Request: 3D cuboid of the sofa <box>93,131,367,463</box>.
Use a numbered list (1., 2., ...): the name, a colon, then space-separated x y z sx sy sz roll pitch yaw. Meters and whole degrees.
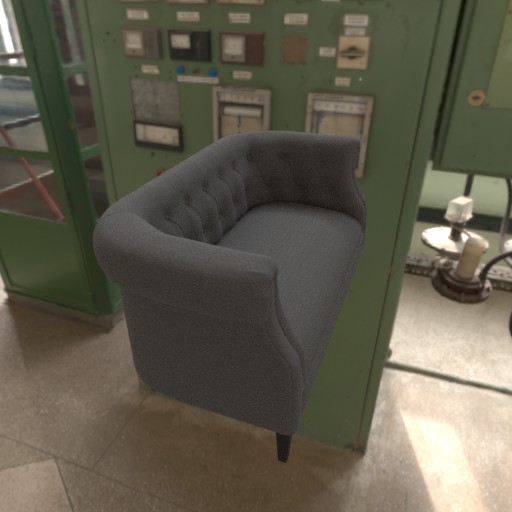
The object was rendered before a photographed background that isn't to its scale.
1. sofa: 0.000 0.000 2.063 0.835 0.827 1.558 11 32 18
